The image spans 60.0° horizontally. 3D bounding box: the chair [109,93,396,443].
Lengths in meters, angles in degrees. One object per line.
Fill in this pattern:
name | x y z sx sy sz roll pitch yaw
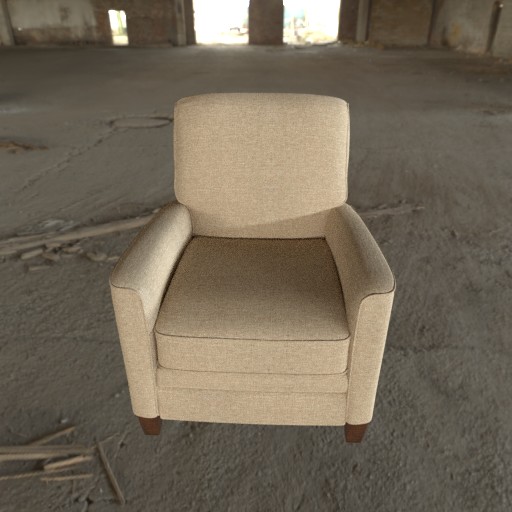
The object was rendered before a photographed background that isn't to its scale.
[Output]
chair | 0.000 0.000 1.617 0.841 1.028 0.858 1 28 2
